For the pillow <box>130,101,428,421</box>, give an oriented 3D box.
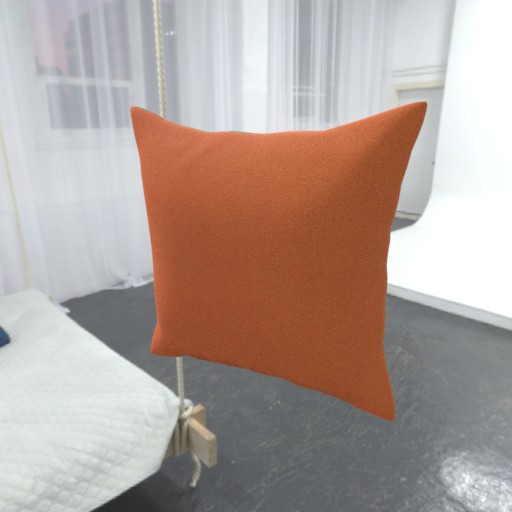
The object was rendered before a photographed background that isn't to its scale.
[{"bbox_3d":[0.000,0.000,0.682,0.453,0.444,0.169,8,18,26],"label":"pillow"}]
